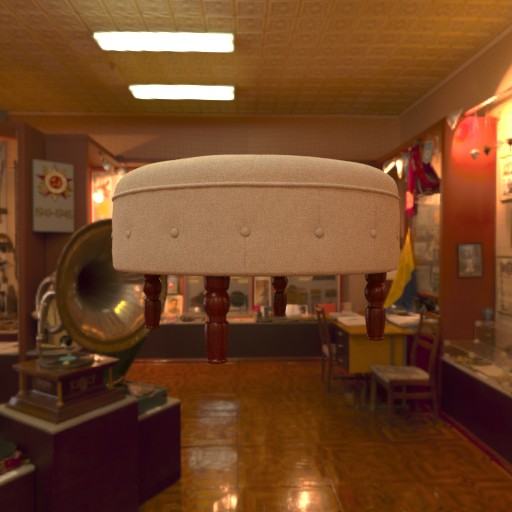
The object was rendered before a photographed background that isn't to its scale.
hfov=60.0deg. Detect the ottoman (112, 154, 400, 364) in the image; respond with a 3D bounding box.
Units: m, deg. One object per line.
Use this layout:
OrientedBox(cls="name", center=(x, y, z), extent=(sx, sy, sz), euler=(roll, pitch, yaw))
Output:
OrientedBox(cls="ottoman", center=(0.000, 0.000, 1.373), extent=(0.849, 0.478, 0.849), euler=(0, 1, 0))
